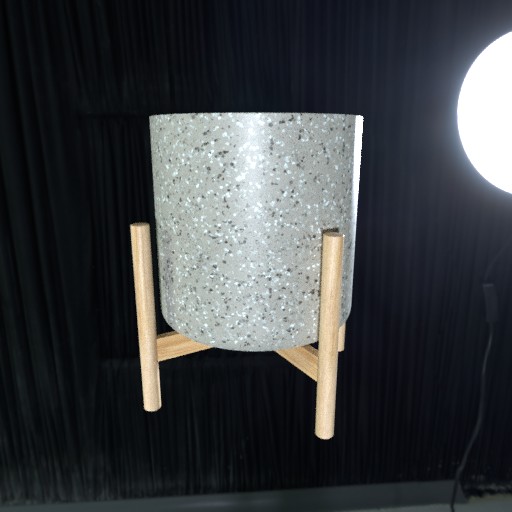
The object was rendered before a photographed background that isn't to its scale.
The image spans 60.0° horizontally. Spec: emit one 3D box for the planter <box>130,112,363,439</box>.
[{"bbox_3d":[0.000,0.000,0.702,0.360,0.419,0.360,-2,16,-8],"label":"planter"}]
